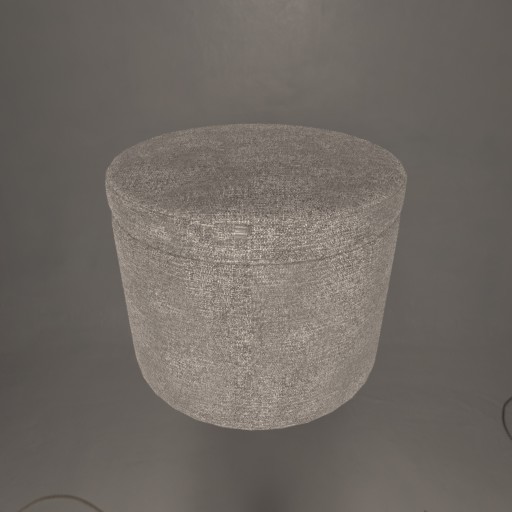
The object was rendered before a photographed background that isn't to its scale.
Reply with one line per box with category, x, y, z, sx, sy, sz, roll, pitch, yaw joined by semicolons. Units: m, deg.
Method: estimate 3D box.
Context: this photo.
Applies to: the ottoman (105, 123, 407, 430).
ottoman;0.000;0.000;0.852;0.500;0.419;0.500;0;30;0
